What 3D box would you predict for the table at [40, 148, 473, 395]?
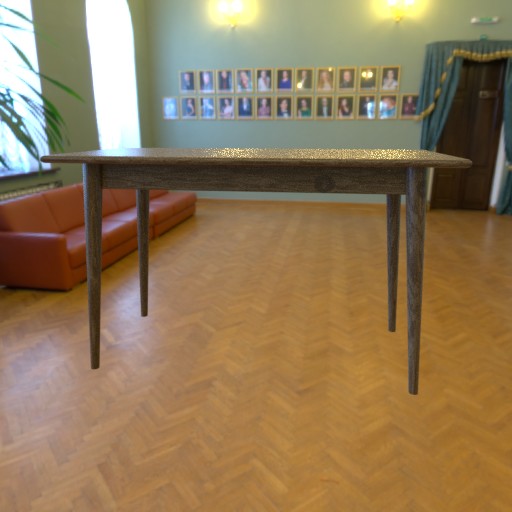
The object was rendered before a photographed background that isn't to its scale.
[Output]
[{"bbox_3d":[0.000,0.000,1.709,1.300,0.780,0.599,2,16,8],"label":"table"}]
